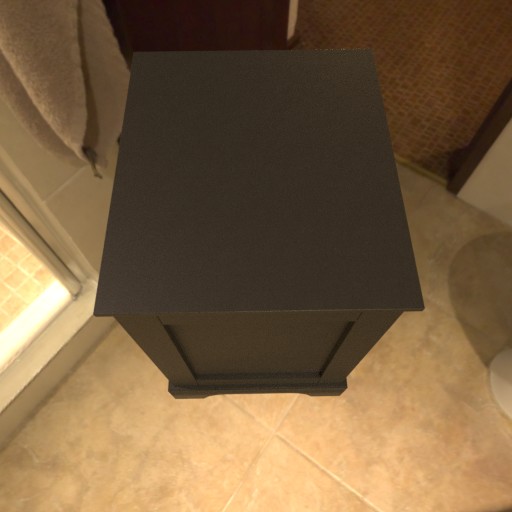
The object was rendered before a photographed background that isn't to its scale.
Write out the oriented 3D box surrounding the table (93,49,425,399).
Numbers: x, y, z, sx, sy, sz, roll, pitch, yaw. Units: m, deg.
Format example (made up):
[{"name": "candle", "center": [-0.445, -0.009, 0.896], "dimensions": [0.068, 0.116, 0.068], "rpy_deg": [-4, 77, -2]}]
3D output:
[{"name": "table", "center": [0.000, 0.000, 0.906], "dimensions": [0.399, 0.610, 0.460], "rpy_deg": [-1, 63, 0]}]
